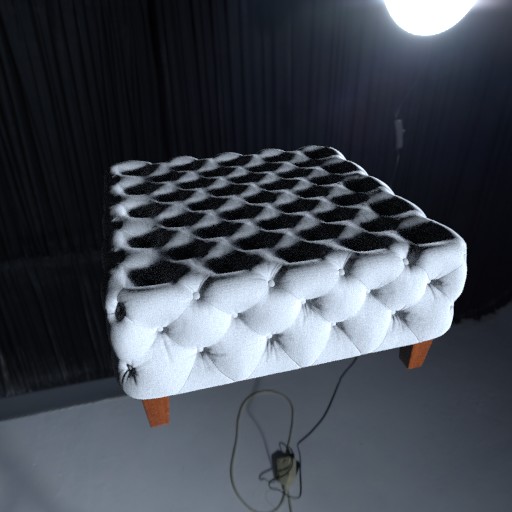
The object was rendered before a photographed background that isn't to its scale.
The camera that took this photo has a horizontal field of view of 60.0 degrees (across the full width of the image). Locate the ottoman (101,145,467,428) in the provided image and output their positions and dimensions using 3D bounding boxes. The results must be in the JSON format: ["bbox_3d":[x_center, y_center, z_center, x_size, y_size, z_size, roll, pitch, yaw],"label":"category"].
[{"bbox_3d":[0.000,0.000,1.192,0.764,0.365,0.758,-8,32,-14],"label":"ottoman"}]
